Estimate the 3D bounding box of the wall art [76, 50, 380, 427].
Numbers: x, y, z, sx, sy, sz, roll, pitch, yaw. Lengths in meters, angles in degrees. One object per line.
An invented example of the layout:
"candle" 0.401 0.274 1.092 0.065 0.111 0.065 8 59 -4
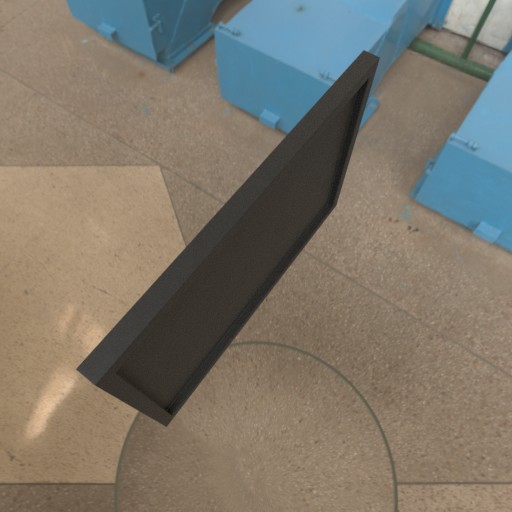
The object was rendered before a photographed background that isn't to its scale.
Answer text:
"wall art" 0.000 0.000 0.553 0.021 0.301 0.443 33 68 15
